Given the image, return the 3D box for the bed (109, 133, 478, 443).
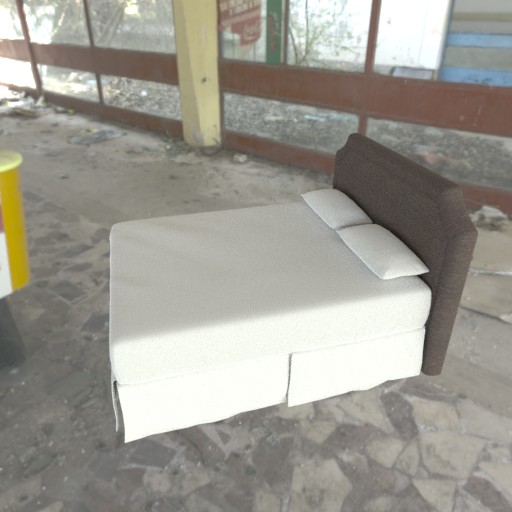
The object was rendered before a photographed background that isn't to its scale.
[{"bbox_3d":[0.000,0.000,3.117,2.116,1.290,1.693,-8,31,-13],"label":"bed"}]
